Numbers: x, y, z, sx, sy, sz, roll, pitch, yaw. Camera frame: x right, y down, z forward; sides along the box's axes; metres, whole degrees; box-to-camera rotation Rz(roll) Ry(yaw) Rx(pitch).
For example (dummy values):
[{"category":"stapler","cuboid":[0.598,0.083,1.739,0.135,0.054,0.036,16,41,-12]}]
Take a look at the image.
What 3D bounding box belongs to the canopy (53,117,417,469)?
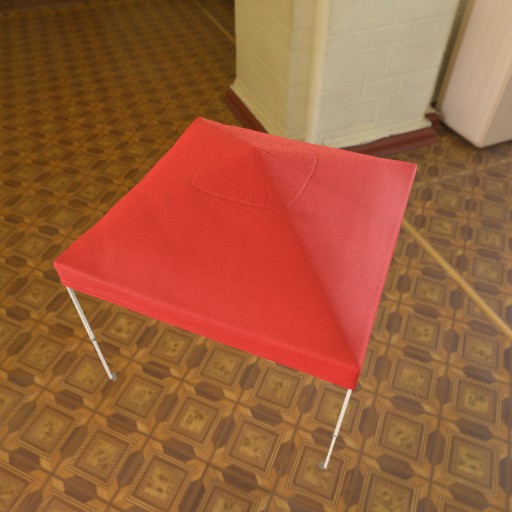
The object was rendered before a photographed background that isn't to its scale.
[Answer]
[{"category":"canopy","cuboid":[0.000,0.000,5.308,2.998,2.997,2.996,17,49,15]}]
